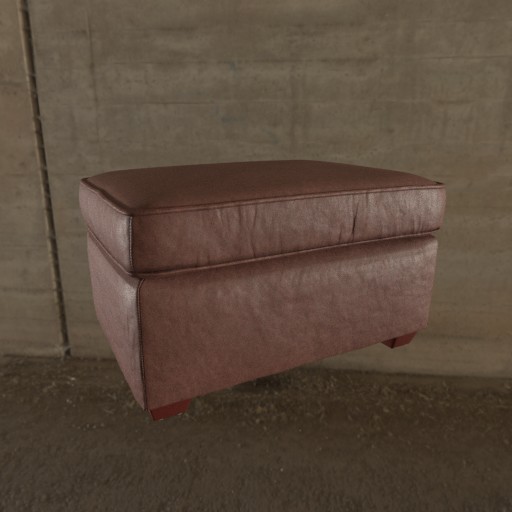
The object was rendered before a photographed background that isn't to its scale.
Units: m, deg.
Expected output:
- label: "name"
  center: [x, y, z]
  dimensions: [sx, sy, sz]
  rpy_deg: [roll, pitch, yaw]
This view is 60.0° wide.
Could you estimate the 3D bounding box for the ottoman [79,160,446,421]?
- label: "ottoman"
  center: [0.000, 0.000, 1.101]
  dimensions: [0.749, 0.449, 0.548]
  rpy_deg: [-9, 18, -27]
